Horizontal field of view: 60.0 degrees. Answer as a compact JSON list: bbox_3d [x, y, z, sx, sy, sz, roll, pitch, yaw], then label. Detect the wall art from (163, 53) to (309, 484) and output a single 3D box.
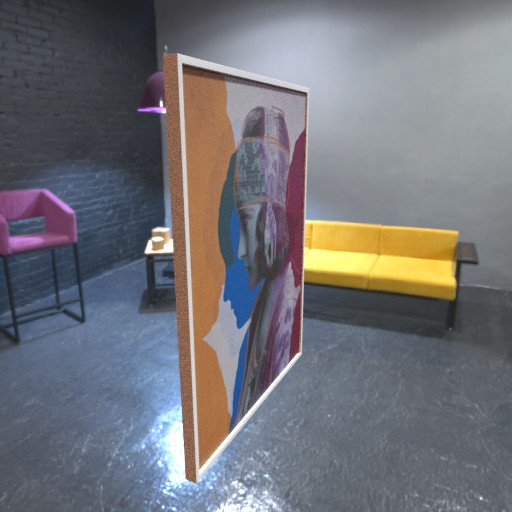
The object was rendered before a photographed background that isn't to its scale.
[{"bbox_3d":[0.000,0.000,1.386,0.039,1.050,0.795,7,17,25],"label":"wall art"}]
